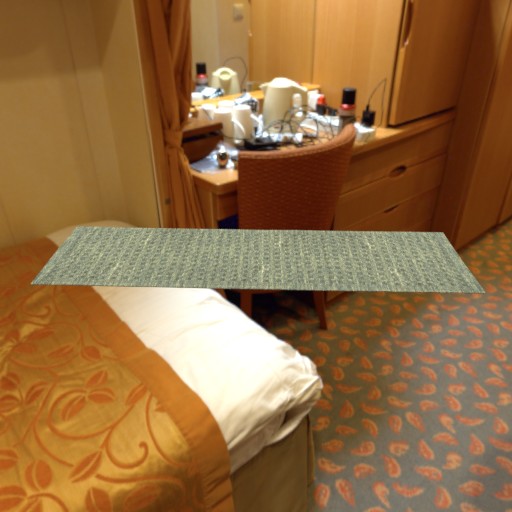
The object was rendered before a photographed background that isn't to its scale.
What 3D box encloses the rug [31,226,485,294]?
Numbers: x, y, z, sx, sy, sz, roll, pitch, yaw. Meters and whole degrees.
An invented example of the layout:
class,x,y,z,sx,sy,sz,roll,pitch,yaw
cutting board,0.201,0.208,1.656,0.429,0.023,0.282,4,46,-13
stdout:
class,x,y,z,sx,sy,sz,roll,pitch,yaw
rug,0.000,0.000,2.662,2.443,0.008,0.688,1,31,2
